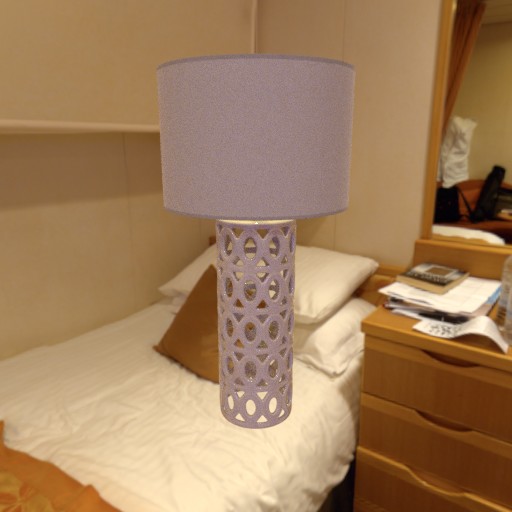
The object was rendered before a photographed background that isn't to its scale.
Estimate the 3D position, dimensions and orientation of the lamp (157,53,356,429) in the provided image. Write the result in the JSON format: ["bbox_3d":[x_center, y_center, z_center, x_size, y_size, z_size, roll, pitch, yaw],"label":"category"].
[{"bbox_3d":[0.000,0.000,0.821,0.325,0.636,0.324,-2,15,-9],"label":"lamp"}]
